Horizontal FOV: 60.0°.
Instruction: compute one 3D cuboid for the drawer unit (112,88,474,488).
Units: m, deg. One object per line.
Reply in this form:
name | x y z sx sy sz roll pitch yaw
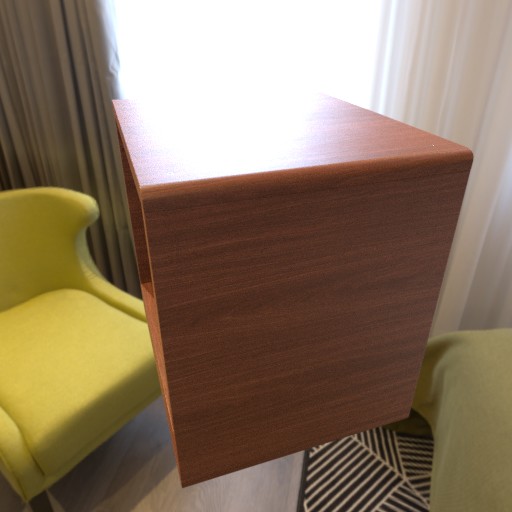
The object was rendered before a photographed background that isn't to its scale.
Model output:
drawer unit | 0.000 0.000 0.581 0.290 0.351 0.349 -10 31 -16
